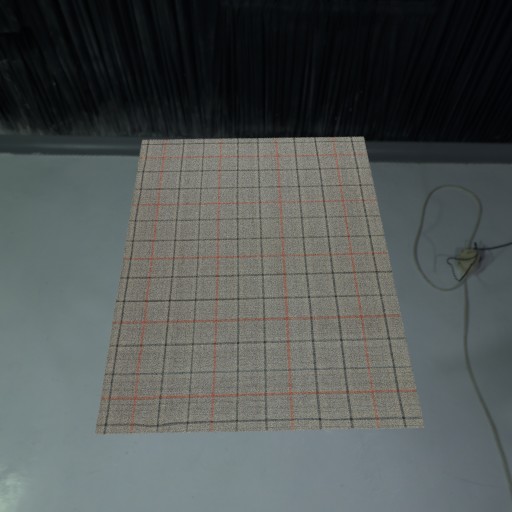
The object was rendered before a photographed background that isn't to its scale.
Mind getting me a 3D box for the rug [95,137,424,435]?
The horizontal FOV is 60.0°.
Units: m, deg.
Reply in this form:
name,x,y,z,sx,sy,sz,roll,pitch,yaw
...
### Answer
name,x,y,z,sx,sy,sz,roll,pitch,yaw
rug,0.000,0.000,4.079,2.444,0.012,3.048,-1,58,-1
